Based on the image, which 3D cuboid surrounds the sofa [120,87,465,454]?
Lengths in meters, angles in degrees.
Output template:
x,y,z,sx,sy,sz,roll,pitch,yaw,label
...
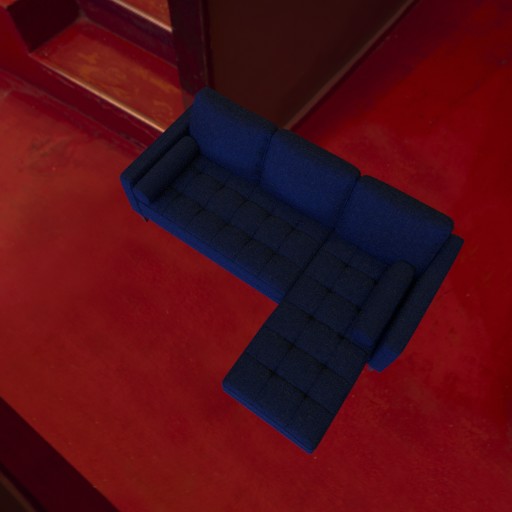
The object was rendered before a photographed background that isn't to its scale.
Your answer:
x,y,z,sx,sy,sz,roll,pitch,yaw,label
0.000,0.000,2.965,2.185,0.841,1.613,32,68,15,sofa
